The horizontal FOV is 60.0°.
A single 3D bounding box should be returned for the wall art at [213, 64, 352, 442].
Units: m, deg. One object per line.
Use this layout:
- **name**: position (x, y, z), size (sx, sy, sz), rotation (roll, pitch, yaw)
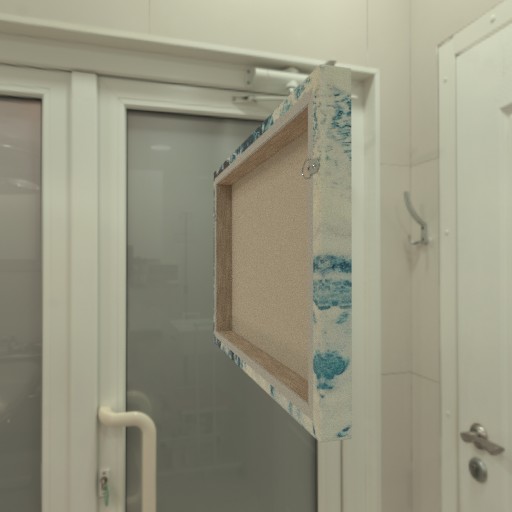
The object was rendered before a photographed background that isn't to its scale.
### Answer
- **wall art**: position (0.000, 0.000, 0.769), size (0.043, 0.407, 0.609), rotation (0, -1, -16)
